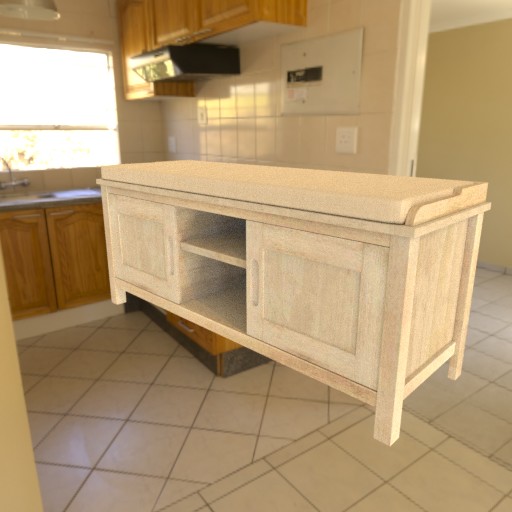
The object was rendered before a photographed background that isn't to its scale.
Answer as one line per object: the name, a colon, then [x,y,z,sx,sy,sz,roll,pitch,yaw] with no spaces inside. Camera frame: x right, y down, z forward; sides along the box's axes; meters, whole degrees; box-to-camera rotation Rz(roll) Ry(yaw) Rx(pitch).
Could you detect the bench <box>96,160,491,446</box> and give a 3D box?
bench: [0.000,0.000,1.331,1.140,0.501,0.398,15,22,42]
